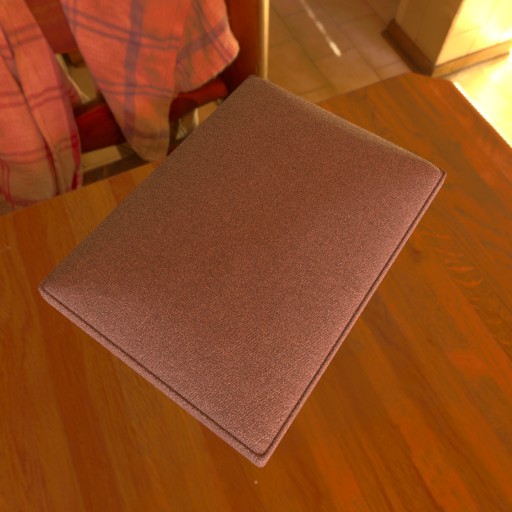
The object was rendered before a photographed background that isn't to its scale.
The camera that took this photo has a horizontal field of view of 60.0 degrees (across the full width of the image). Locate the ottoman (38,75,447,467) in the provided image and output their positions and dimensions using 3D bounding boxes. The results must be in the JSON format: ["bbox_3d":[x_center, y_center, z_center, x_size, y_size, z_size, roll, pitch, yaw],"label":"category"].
[{"bbox_3d":[0.000,0.000,1.120,0.583,0.464,0.785,32,67,15],"label":"ottoman"}]
